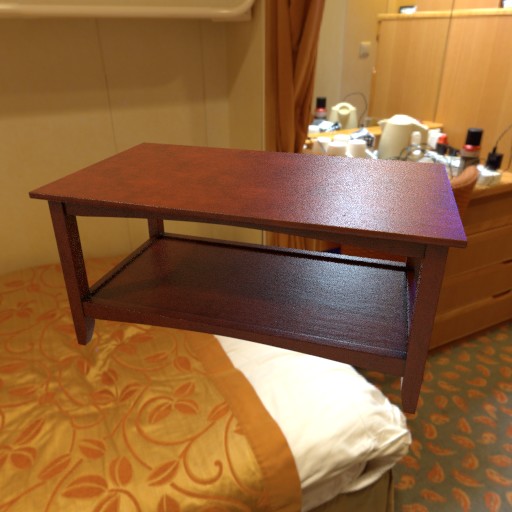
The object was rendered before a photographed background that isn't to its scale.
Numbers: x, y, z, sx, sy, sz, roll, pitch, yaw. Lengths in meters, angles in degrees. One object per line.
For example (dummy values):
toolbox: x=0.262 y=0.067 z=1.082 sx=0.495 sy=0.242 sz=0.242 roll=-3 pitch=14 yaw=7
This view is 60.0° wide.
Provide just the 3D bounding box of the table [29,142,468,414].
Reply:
table: x=0.000 y=0.000 z=1.235 sx=0.943 sy=0.456 sz=0.533 roll=8 pitch=28 yaw=15
